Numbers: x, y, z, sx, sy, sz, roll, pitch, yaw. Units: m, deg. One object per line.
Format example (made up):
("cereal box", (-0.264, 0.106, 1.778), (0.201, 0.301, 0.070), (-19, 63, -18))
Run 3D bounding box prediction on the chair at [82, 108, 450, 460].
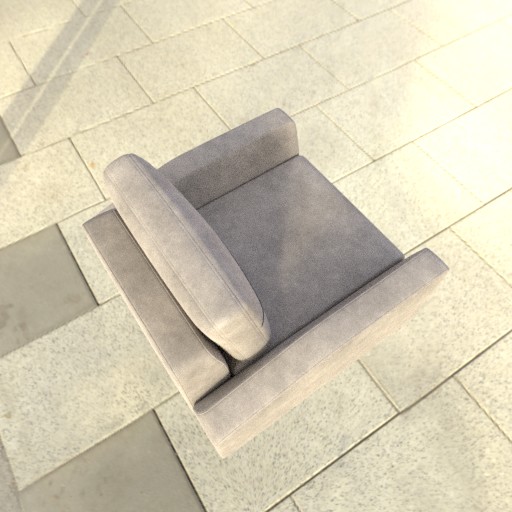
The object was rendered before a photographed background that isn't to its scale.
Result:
("chair", (0.000, 0.000, 1.537), (0.900, 0.800, 0.900), (-31, 64, -17))
